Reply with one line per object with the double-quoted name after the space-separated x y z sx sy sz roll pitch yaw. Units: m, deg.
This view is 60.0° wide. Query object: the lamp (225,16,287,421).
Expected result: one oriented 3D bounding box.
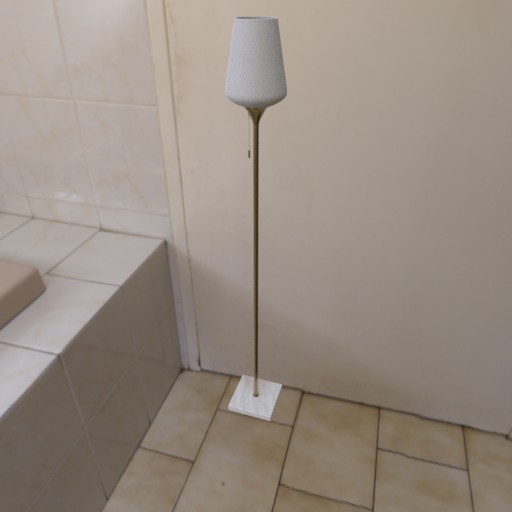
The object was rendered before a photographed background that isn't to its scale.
0.000 0.000 1.912 0.232 1.813 0.229 10 33 15 "lamp"
